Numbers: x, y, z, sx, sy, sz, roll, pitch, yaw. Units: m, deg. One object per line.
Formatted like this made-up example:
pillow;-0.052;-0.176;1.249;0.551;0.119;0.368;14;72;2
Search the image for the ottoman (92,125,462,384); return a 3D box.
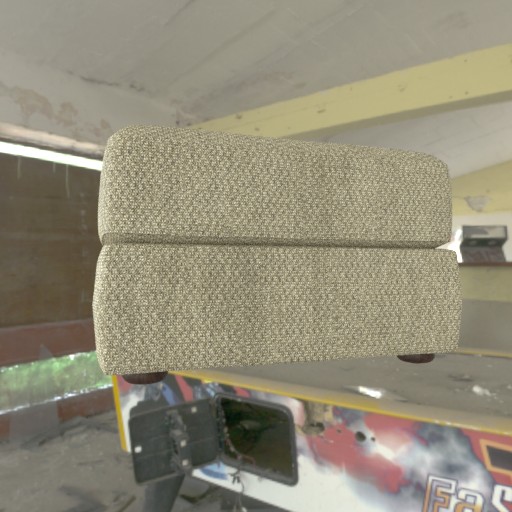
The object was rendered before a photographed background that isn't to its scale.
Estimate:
ottoman;0.000;0.000;1.104;0.751;0.476;0.603;1;-2;-18
